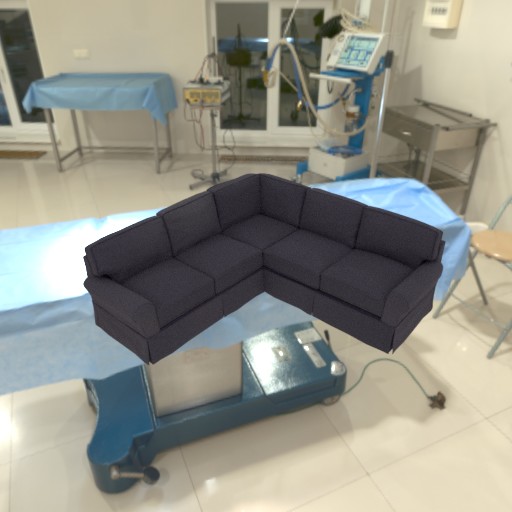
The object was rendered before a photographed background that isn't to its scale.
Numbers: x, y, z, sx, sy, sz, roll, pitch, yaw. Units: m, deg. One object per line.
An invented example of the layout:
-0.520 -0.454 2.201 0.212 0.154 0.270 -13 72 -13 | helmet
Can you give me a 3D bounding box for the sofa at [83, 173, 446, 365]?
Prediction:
0.000 0.000 5.117 3.773 1.169 2.874 -9 32 -15 | sofa
